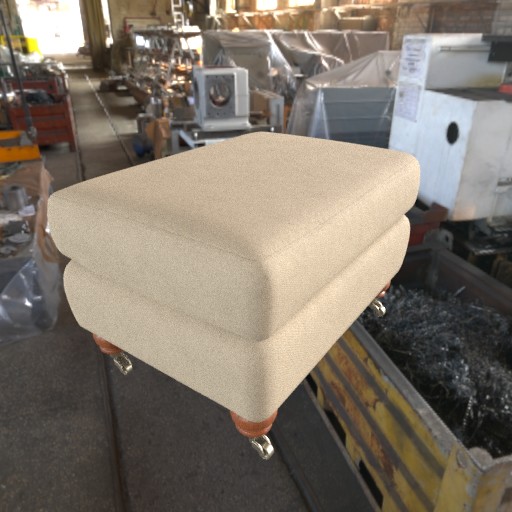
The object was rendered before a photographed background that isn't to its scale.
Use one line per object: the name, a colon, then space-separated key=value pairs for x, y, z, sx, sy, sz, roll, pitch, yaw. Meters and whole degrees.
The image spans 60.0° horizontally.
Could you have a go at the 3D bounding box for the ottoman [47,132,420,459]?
ottoman: x=0.000 y=0.000 z=1.129 sx=0.569 sy=0.504 sz=0.773 roll=18 pitch=32 yaw=31
